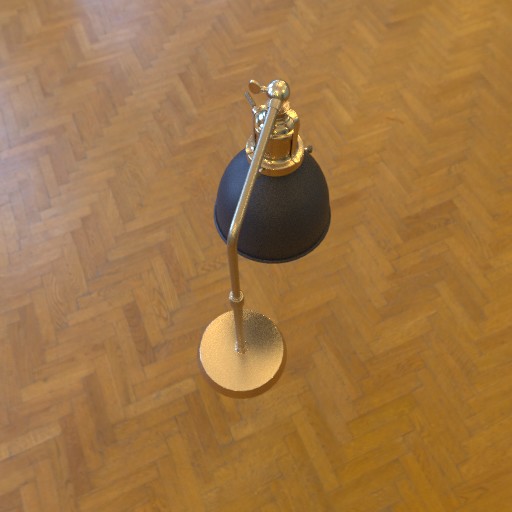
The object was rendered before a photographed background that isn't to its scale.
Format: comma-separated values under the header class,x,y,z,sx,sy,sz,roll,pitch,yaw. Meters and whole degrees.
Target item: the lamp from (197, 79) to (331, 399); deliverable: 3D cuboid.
class,x,y,z,sx,sy,sz,roll,pitch,yaw
lamp,0.000,0.000,0.585,0.160,0.456,0.291,17,63,9
